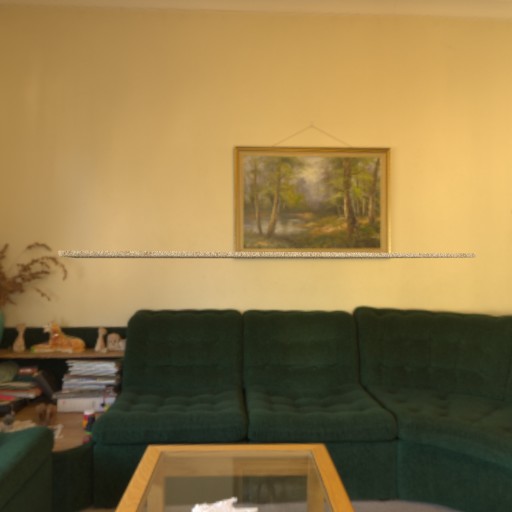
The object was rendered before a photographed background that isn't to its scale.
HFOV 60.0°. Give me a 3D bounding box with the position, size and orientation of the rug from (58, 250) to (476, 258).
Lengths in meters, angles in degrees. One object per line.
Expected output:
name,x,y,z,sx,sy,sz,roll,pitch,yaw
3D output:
rug,0.000,0.000,3.018,2.349,0.025,1.500,0,-1,-19
